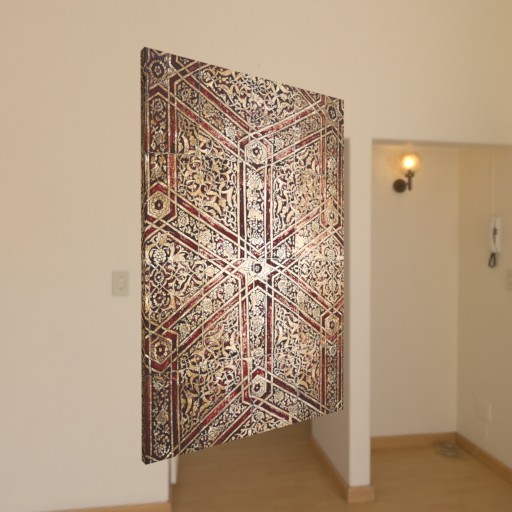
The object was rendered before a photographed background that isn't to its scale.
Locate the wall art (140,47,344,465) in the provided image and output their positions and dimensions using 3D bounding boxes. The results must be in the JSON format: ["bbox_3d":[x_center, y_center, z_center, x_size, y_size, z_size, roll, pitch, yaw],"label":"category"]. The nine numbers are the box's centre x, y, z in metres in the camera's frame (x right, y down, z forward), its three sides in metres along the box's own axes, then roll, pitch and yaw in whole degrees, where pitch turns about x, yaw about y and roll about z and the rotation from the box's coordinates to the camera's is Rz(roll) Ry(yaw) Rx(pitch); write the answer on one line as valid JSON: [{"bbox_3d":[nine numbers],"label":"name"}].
[{"bbox_3d":[0.000,0.000,0.754,0.397,0.599,0.020,0,1,-34],"label":"wall art"}]
